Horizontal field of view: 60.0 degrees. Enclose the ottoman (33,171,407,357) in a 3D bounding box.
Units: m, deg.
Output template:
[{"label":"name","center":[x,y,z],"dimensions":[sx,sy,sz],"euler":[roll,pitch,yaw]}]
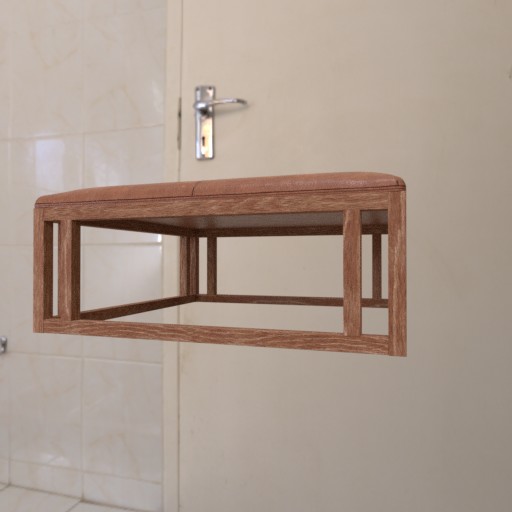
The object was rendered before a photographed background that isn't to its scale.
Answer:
[{"label":"ottoman","center":[0.000,0.000,1.584],"dimensions":[1.016,0.442,1.013],"euler":[0,-1,18]}]
